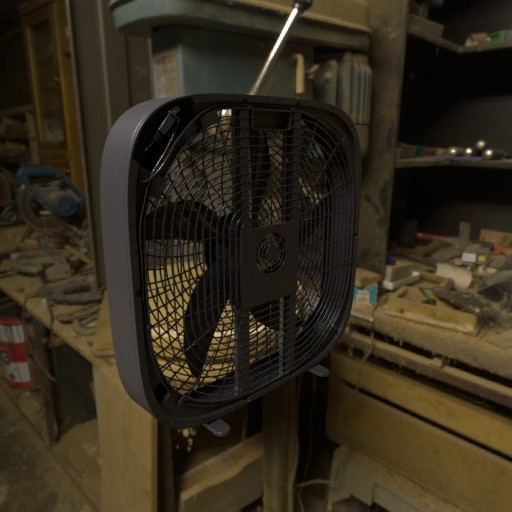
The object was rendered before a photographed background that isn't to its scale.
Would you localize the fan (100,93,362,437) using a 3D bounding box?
[{"bbox_3d":[0.000,0.000,0.791,0.526,0.533,0.142,-14,21,-42],"label":"fan"}]
